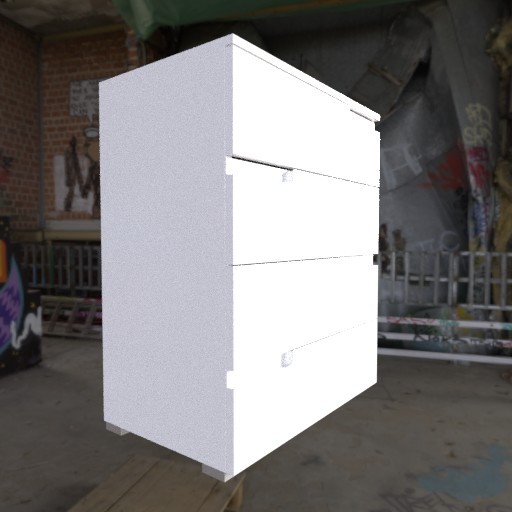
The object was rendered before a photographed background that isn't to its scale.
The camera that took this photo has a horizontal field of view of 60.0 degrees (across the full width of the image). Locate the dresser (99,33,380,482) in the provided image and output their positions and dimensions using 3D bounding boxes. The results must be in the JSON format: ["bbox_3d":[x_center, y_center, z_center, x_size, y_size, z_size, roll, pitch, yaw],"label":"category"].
[{"bbox_3d":[0.000,0.000,1.158,0.400,0.800,0.650,2,3,38],"label":"dresser"}]
